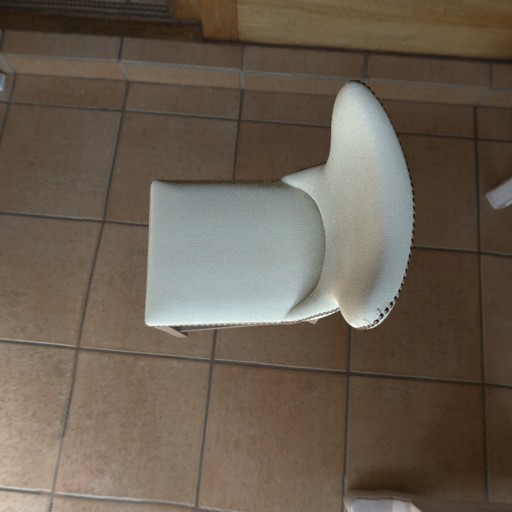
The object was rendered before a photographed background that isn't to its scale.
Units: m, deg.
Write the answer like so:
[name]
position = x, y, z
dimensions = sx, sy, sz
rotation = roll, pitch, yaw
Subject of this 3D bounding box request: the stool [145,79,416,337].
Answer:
[stool]
position = 0.000, 0.000, 1.289
dimensions = 0.608, 0.981, 0.498
rotation = -1, 76, 0
